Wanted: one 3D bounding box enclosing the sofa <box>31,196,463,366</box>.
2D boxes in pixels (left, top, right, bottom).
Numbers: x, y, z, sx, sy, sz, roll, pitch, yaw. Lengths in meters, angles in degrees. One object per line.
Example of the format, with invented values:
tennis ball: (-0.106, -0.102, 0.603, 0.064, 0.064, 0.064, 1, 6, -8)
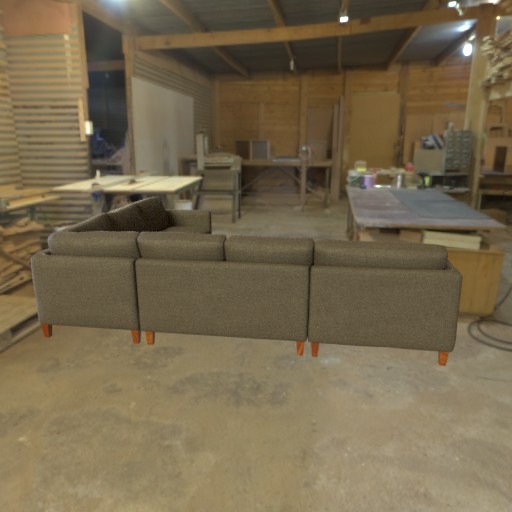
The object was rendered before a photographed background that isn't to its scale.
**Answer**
sofa: (0.000, 0.000, 4.714, 3.460, 0.961, 2.594, 2, 15, 8)
